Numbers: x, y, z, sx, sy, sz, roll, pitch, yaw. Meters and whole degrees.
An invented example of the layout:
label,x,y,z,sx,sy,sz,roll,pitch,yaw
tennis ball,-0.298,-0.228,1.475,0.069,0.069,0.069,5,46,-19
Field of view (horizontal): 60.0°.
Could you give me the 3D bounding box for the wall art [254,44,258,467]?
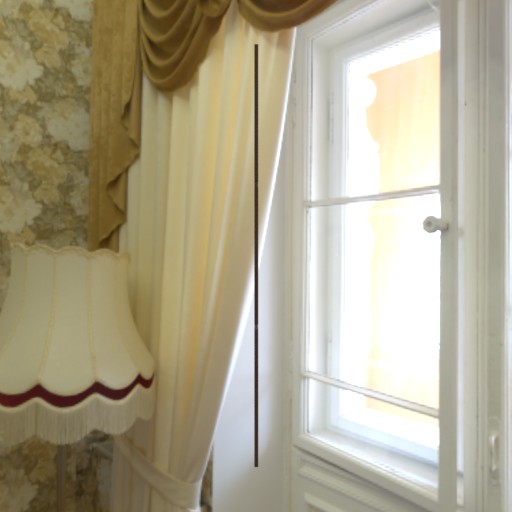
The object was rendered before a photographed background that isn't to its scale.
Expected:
label,x,y,z,sx,sy,sz,roll,pitch,yaw
wall art,0.000,0.000,2.360,0.014,1.525,1.527,0,0,0
